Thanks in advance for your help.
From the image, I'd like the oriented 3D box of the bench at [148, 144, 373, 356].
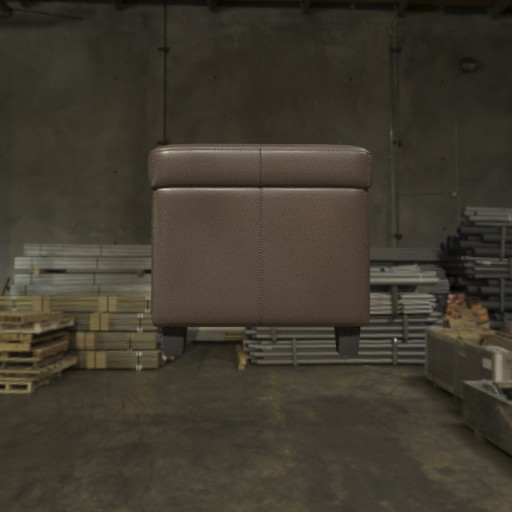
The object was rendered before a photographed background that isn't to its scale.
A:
[{"bbox_3d":[0.000,0.000,1.441,0.450,0.417,1.219,0,-1,-1],"label":"bench"}]
